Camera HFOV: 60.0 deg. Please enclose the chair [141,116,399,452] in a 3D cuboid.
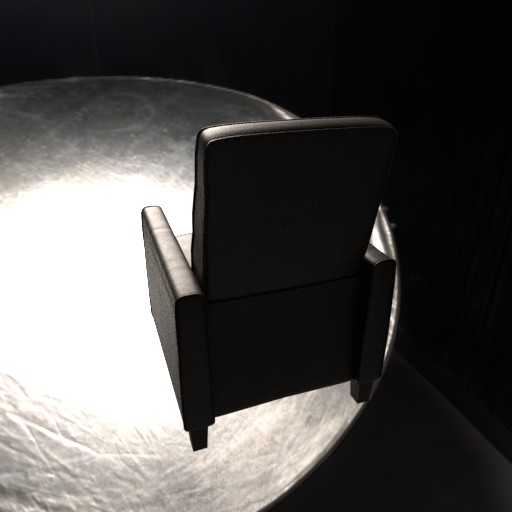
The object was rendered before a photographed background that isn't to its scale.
[{"bbox_3d":[0.000,0.000,1.562,0.705,1.013,0.746,-9,27,-18],"label":"chair"}]
